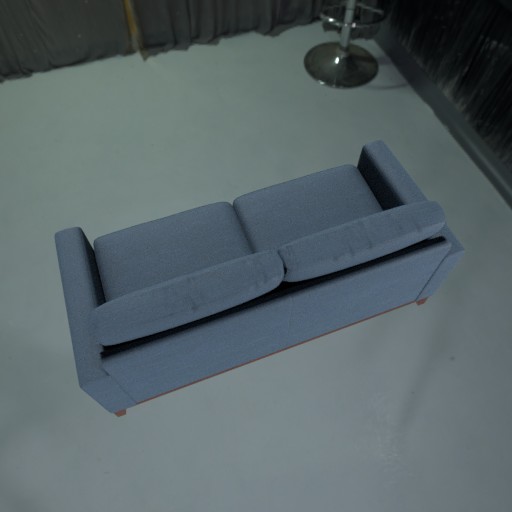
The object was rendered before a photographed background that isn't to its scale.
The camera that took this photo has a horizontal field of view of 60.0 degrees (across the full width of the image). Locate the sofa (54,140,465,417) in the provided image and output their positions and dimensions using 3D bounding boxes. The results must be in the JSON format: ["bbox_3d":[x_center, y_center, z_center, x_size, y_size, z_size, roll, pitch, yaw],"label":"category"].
[{"bbox_3d":[0.000,0.000,2.362,1.900,0.865,0.877,-18,60,-11],"label":"sofa"}]
